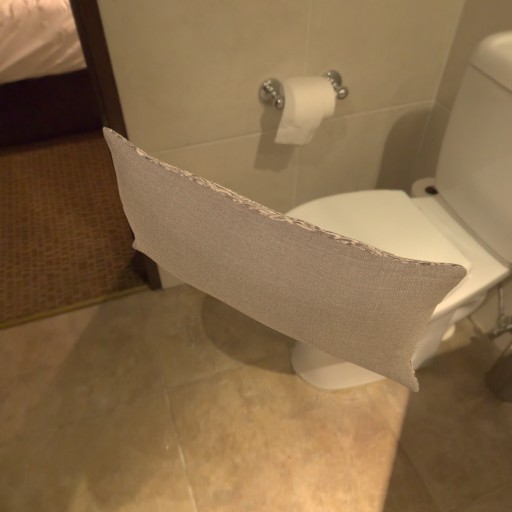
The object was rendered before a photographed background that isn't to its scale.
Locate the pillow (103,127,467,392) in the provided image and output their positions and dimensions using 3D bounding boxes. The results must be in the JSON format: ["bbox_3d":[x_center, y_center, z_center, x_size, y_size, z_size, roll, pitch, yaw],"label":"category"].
[{"bbox_3d":[0.000,0.000,0.742,0.631,0.290,0.148,25,51,22],"label":"pillow"}]
